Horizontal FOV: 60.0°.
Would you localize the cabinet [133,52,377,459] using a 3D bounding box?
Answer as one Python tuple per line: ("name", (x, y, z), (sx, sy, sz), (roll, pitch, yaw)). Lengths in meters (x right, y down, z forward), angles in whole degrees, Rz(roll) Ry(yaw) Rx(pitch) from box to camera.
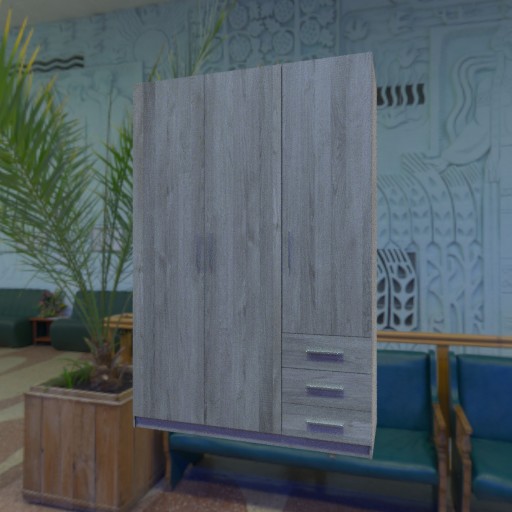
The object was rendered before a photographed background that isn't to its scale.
("cabinet", (0.000, 0.000, 2.496), (1.290, 1.910, 0.510), (0, 0, 18))
